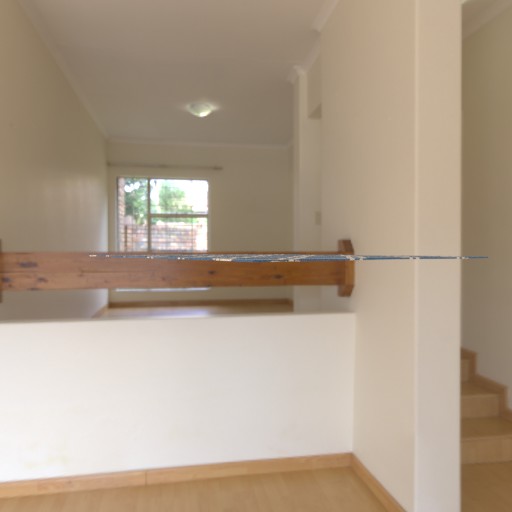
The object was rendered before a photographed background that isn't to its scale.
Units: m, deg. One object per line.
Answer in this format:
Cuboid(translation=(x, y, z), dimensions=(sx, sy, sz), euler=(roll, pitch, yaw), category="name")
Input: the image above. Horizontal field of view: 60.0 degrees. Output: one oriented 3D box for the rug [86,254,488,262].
Cuboid(translation=(0.000, 0.000, 2.763), dimensions=(1.524, 0.013, 2.135), euler=(0, 1, -35), category="rug")
